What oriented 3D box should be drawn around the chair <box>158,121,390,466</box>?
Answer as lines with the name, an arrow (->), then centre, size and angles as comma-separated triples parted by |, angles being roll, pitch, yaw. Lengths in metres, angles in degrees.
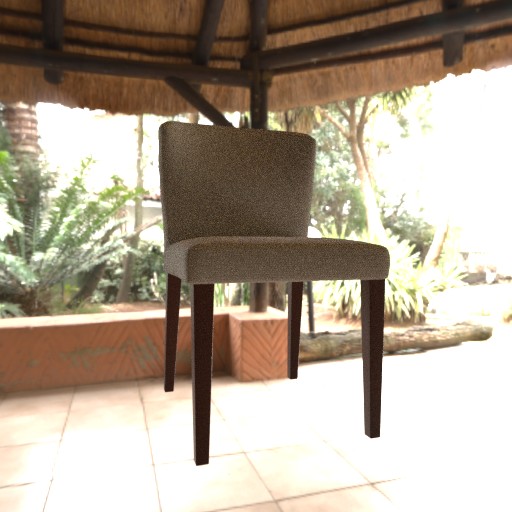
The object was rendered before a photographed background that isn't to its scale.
chair -> 0.000, 0.000, 1.210 | 0.491, 0.839, 0.589 | 0, 1, -18
